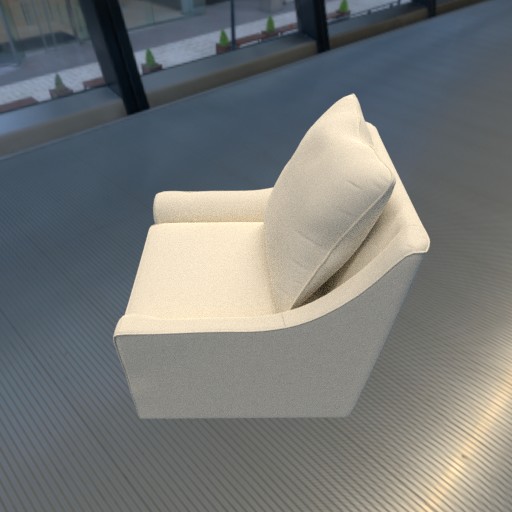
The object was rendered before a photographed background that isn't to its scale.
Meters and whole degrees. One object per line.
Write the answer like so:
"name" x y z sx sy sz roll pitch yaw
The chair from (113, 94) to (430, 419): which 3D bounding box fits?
"chair" 0.000 0.000 1.584 0.876 0.965 0.756 0 41 0
